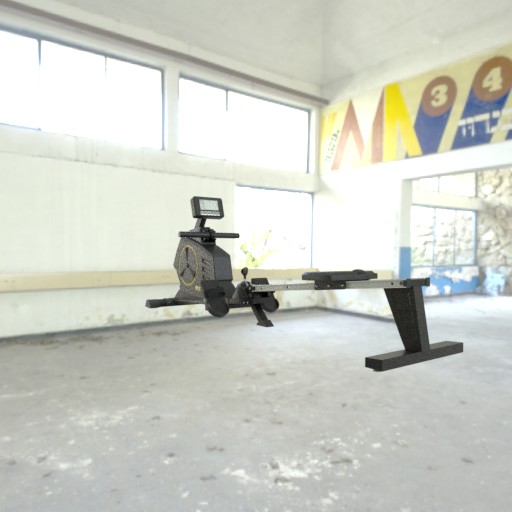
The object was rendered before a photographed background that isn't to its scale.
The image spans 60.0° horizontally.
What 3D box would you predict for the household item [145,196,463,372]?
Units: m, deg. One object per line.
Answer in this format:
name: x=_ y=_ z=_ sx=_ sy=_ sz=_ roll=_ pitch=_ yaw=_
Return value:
household item: x=0.000 y=0.000 z=2.611 sx=0.521 sy=0.810 sz=2.251 roll=0 pitch=1 yaw=-35
